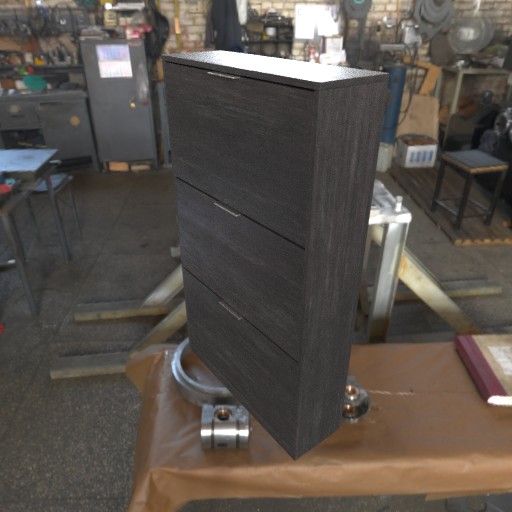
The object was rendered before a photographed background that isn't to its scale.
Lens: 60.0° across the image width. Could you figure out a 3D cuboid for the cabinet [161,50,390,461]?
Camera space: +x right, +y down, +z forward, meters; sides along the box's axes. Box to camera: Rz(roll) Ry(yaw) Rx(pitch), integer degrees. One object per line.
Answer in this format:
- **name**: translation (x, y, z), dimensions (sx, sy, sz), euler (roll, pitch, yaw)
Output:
- **cabinet**: translation (0.000, 0.000, 1.591), dimensions (0.250, 1.280, 0.750), euler (-21, 36, -32)
